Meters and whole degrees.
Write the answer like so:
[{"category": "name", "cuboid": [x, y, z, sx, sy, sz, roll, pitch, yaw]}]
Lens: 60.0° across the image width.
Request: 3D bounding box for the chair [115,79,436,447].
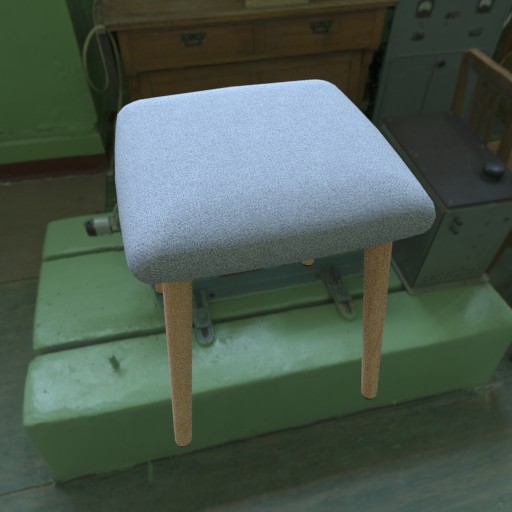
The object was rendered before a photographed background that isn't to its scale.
[{"category": "chair", "cuboid": [0.000, 0.000, 0.689, 0.350, 0.440, 0.350, -10, 47, -10]}]
